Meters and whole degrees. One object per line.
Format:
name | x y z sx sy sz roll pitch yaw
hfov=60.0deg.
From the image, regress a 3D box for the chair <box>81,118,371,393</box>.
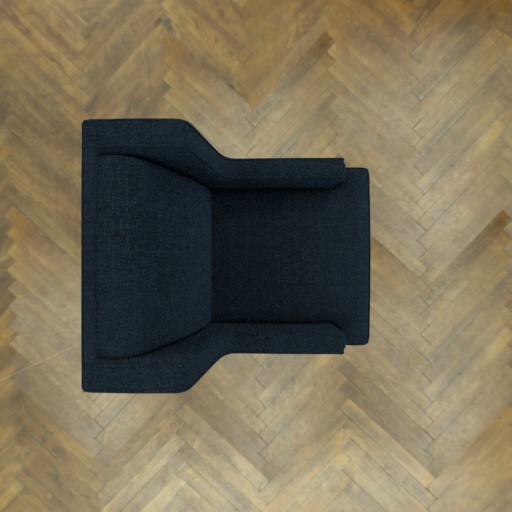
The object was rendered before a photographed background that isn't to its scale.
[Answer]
chair | 0.000 0.000 1.731 0.947 1.072 0.764 0 90 1
